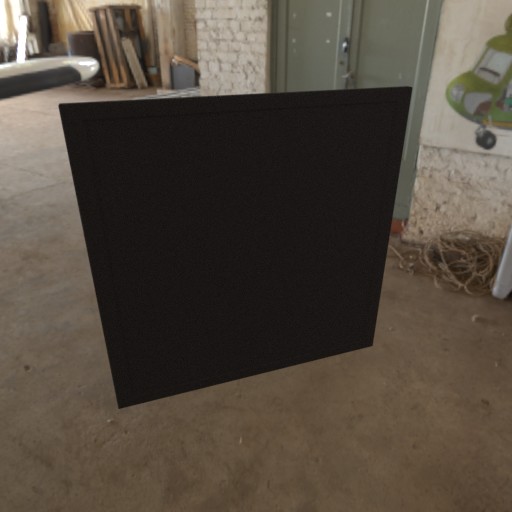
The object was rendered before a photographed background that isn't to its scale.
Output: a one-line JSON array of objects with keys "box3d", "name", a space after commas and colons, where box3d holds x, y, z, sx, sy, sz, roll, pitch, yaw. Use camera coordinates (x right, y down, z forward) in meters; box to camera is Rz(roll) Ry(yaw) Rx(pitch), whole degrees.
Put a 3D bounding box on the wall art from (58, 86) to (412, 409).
[{"box3d": [0.000, 0.000, 0.806, 0.562, 0.558, 0.012, -9, 29, -17], "name": "wall art"}]
